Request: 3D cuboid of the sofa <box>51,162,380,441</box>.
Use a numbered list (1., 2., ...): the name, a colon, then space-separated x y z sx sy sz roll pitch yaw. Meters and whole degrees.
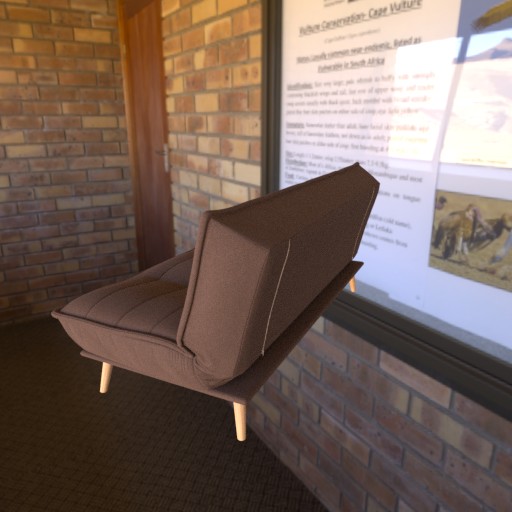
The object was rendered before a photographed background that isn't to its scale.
1. sofa: 0.000 0.000 2.429 0.950 0.890 1.940 8 19 25
